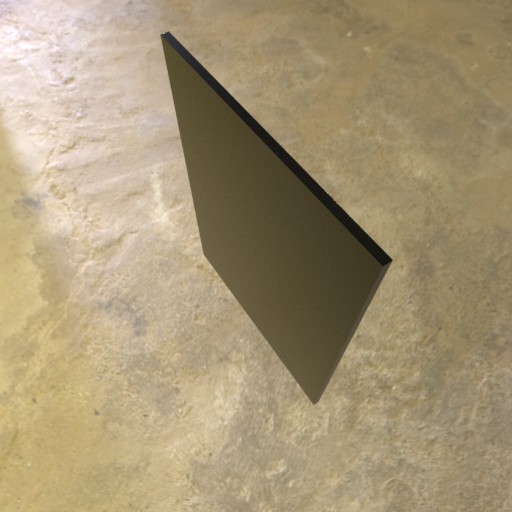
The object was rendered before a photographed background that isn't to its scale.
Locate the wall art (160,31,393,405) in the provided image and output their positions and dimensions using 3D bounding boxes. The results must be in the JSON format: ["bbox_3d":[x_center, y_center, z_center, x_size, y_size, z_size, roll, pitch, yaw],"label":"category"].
[{"bbox_3d":[0.000,0.000,0.764,0.013,0.582,0.442,-31,64,-17],"label":"wall art"}]
